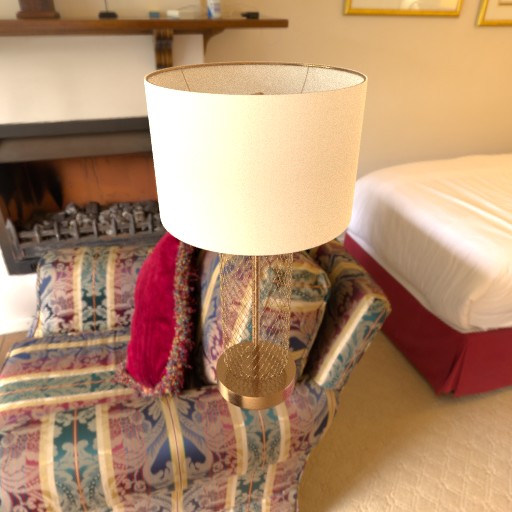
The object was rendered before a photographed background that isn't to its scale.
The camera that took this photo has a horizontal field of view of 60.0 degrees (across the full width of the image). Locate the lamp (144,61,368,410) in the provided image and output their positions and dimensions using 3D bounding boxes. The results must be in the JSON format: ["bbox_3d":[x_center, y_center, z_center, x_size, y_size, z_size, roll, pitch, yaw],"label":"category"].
[{"bbox_3d":[0.000,0.000,0.632,0.252,0.483,0.252,20,36,31],"label":"lamp"}]
